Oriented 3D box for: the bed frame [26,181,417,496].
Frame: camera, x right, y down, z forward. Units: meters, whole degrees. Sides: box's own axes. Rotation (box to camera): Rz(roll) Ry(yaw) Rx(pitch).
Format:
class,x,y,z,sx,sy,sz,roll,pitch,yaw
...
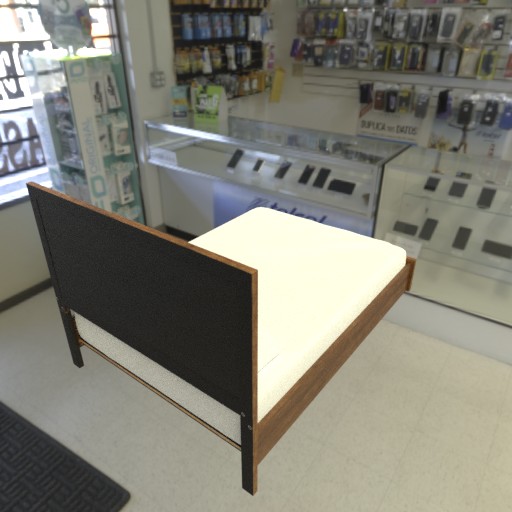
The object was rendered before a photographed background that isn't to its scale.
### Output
class,x,y,z,sx,sy,sz,roll,pitch,yaw
bed frame,0.000,0.000,3.303,1.696,1.417,2.276,20,35,32
